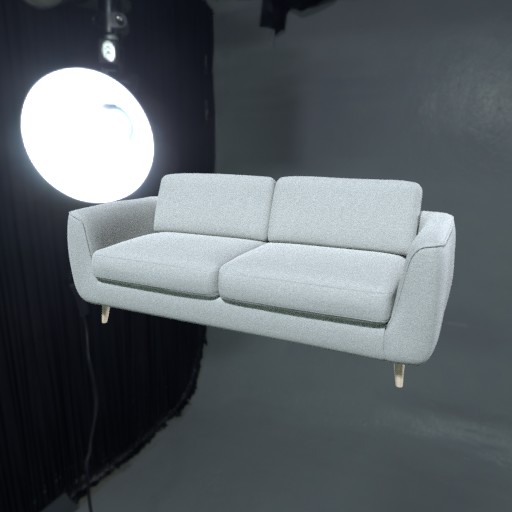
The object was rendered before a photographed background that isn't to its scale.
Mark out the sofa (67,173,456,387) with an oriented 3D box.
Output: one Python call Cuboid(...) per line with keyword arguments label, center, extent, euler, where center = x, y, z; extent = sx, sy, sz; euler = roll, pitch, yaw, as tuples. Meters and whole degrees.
Cuboid(label="sofa", center=(0.000, 0.000, 2.457), extent=(2.000, 0.850, 0.920), euler=(6, 15, 25))
